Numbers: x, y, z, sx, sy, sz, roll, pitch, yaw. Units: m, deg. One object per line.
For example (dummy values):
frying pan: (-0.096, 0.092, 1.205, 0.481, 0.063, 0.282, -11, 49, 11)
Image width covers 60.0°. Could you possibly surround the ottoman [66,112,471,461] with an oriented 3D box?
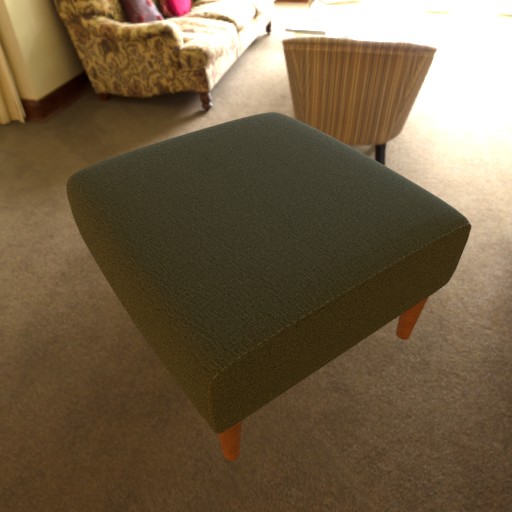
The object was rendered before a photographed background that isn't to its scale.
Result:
ottoman: (0.000, 0.000, 1.043, 0.649, 0.398, 0.650, -25, 47, -26)
